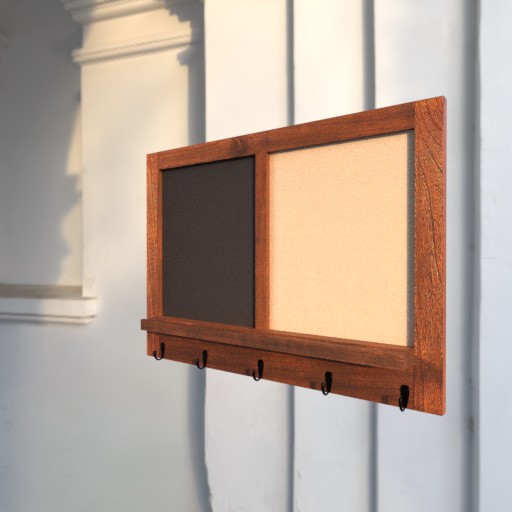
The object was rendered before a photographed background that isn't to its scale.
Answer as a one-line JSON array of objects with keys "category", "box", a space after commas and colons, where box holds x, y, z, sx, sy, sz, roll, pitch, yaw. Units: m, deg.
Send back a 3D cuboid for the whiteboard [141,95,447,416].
[{"category": "whiteboard", "box": [0.000, 0.000, 0.973, 0.768, 0.553, 0.083, 0, 1, 36]}]
